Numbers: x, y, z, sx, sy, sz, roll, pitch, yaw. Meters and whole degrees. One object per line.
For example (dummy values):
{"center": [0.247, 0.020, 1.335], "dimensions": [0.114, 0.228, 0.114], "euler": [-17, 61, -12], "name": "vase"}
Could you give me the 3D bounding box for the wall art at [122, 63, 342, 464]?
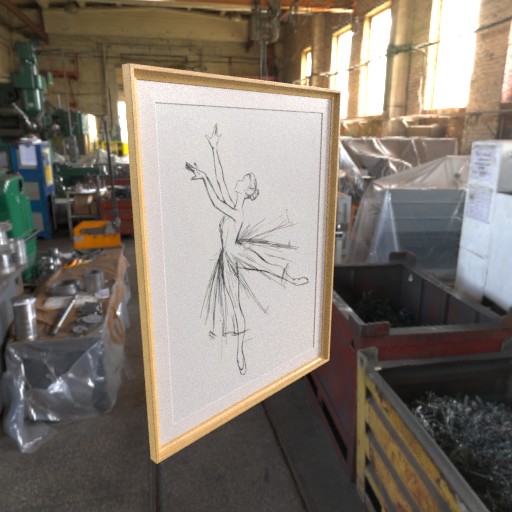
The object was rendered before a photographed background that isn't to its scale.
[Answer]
{"center": [0.000, 0.000, 1.351], "dimensions": [0.030, 1.002, 0.798], "euler": [14, 21, 42], "name": "wall art"}
